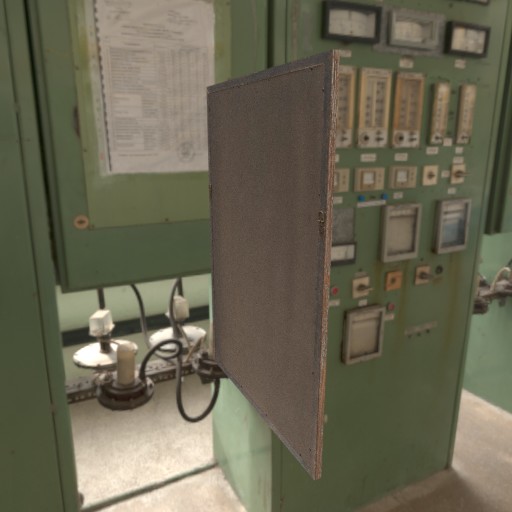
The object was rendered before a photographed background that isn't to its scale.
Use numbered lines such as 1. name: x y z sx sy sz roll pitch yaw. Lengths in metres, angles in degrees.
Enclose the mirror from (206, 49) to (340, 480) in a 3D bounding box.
1. mirror: 0.000 0.000 1.294 0.025 0.996 0.705 -7 16 -25
